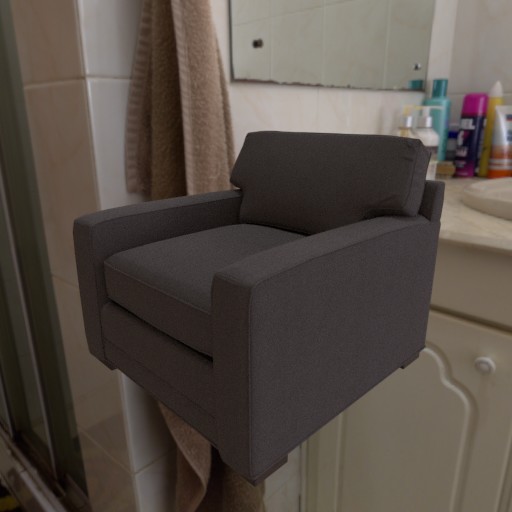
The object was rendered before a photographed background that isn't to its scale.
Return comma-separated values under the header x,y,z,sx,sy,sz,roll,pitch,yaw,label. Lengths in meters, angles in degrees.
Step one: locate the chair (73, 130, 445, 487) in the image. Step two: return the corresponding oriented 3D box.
x,y,z,sx,sy,sz,roll,pitch,yaw,label
0.000,0.000,1.735,1.043,0.913,0.997,-17,24,-42,chair
